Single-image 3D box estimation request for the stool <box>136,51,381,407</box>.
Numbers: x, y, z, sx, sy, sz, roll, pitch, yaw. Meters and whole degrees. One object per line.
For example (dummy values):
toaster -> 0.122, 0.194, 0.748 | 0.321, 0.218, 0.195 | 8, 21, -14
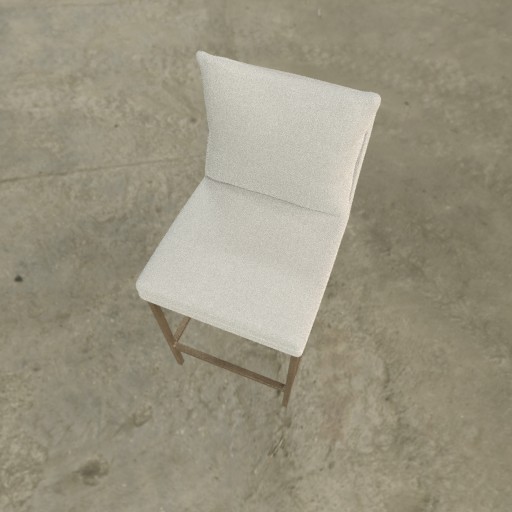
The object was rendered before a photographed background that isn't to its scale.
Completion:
stool -> 0.000, 0.000, 1.351 | 0.463, 1.032, 0.572 | 19, 60, 11
